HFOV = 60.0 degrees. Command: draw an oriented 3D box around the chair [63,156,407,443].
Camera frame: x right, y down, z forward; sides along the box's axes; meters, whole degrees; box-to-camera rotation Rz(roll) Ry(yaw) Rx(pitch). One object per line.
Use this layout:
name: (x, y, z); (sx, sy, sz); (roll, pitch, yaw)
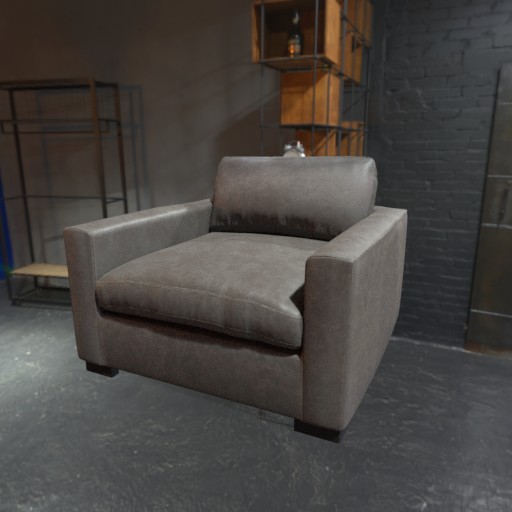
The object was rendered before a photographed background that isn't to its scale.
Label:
chair: (0.000, 0.000, 1.860); (1.106, 0.807, 1.080); (7, 16, 25)
